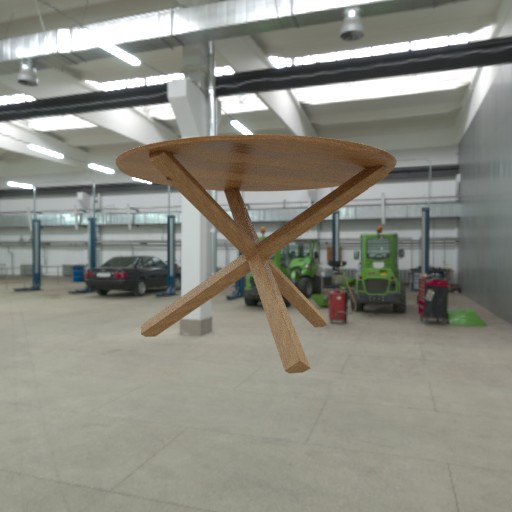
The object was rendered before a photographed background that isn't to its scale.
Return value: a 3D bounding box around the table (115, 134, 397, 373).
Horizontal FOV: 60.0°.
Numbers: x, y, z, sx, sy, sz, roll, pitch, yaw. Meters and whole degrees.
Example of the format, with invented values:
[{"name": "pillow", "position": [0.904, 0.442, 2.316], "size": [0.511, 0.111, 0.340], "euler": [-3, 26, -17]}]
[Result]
[{"name": "table", "position": [0.000, 0.000, 1.718], "size": [1.038, 0.666, 1.038], "euler": [0, 0, 0]}]
